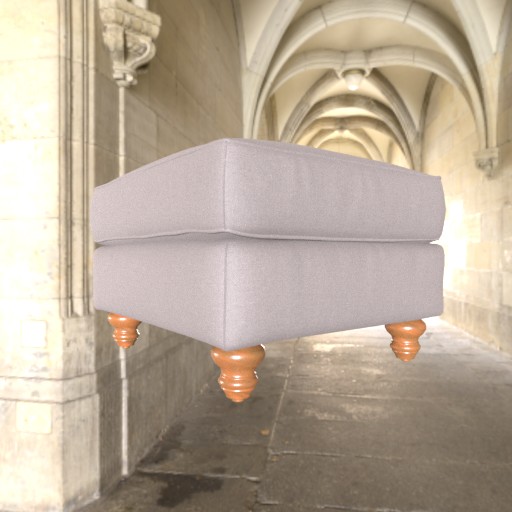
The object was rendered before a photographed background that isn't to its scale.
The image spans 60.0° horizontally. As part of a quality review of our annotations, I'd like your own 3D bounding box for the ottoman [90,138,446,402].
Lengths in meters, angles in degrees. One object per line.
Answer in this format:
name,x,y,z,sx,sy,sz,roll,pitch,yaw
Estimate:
ottoman,0.000,0.000,1.145,0.662,0.505,0.721,0,0,-37
